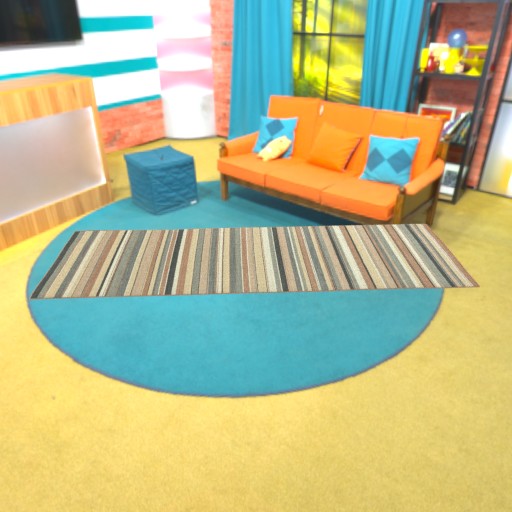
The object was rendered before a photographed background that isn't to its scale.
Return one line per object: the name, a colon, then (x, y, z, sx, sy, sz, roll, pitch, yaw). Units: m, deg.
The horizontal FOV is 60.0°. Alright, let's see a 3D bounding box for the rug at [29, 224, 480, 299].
rug: (0.000, 0.000, 2.732, 2.444, 0.010, 0.799, -1, 30, -2)
